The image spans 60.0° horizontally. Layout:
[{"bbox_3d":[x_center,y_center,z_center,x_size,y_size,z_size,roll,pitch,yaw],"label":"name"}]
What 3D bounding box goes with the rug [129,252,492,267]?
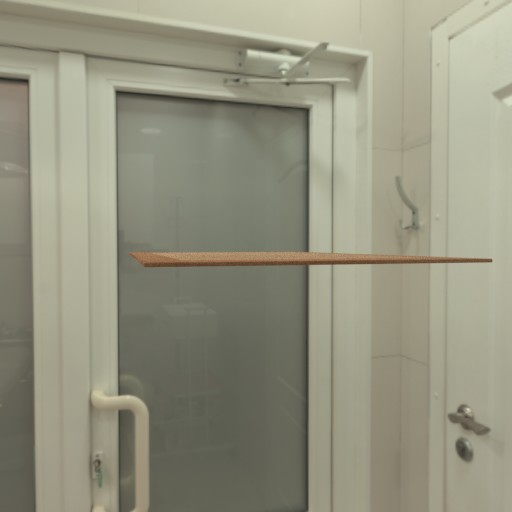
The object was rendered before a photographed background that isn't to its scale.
[{"bbox_3d":[0.000,0.000,2.288,1.219,0.014,1.829,0,1,-17],"label":"rug"}]
